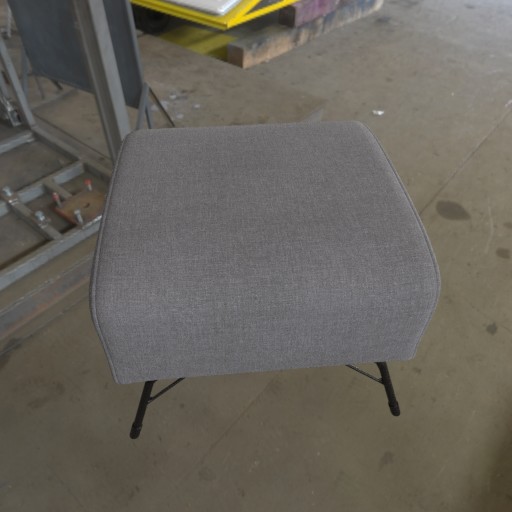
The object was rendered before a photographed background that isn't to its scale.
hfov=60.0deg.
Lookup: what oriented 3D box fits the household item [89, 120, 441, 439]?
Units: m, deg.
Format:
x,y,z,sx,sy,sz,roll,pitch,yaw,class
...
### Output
x,y,z,sx,sy,sz,roll,pitch,yaw,class
0.000,0.000,0.895,0.530,0.410,0.530,-4,46,-4,household item
